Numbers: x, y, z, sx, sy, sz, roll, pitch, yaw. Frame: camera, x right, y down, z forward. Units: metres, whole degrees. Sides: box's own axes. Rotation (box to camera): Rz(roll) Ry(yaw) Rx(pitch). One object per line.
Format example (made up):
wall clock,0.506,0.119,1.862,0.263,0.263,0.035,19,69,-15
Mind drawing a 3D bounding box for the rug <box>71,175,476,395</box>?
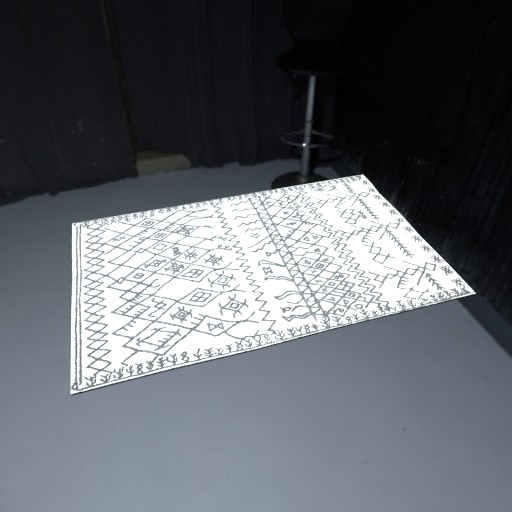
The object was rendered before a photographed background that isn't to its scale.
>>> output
rug,0.000,0.000,3.081,2.444,0.012,1.530,-11,42,-13
